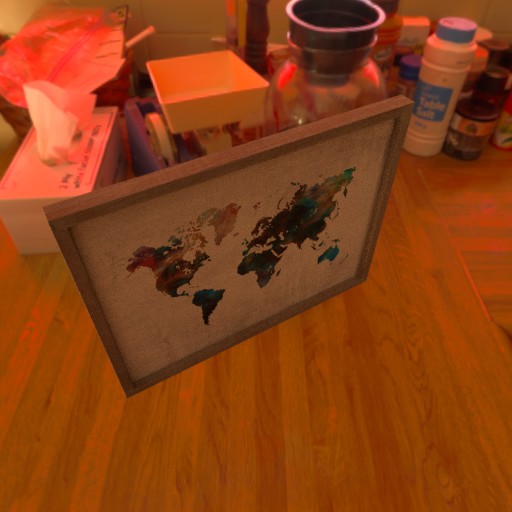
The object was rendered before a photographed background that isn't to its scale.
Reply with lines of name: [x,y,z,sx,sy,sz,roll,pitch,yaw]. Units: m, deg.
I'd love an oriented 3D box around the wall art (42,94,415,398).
wall art: [0.000,0.000,1.789,1.320,1.009,0.070,-23,50,-21]
